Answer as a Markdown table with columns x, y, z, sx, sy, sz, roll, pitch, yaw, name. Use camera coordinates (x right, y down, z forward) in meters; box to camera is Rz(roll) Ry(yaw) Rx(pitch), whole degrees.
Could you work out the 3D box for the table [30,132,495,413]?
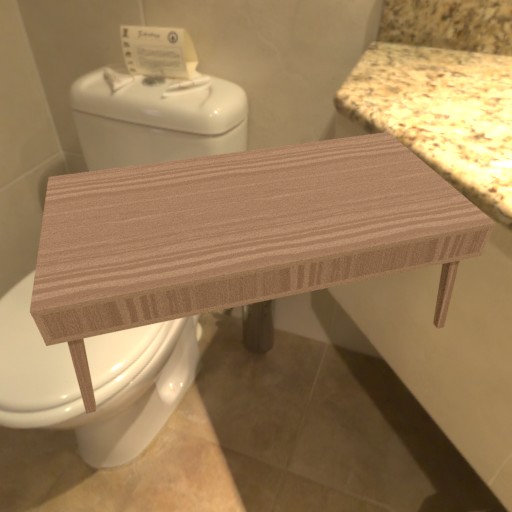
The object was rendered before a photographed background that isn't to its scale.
| x | y | z | sx | sy | sz | roll | pitch | yaw | name |
| --- | --- | --- | --- | --- | --- | --- | --- | --- | --- |
| 0.000 | 0.000 | 1.458 | 1.200 | 0.450 | 0.600 | -10 | 41 | -12 | table |
